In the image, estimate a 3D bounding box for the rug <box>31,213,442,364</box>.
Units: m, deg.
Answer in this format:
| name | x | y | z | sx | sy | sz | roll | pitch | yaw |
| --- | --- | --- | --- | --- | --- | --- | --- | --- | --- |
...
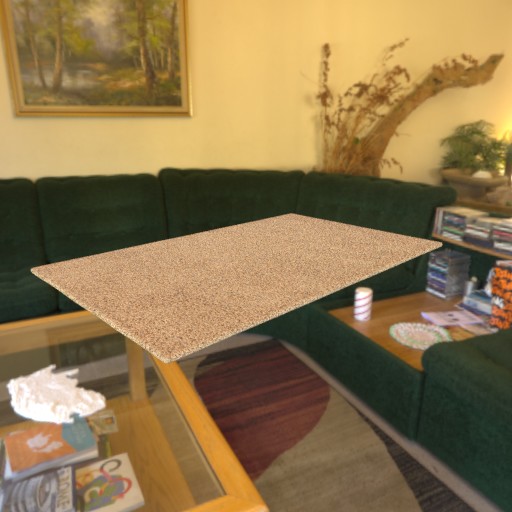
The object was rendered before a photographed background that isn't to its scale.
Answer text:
| name | x | y | z | sx | sy | sz | roll | pitch | yaw |
| --- | --- | --- | --- | --- | --- | --- | --- | --- | --- |
| rug | 0.000 | 0.000 | 3.040 | 2.438 | 0.030 | 1.524 | -16 | 23 | -42 |
